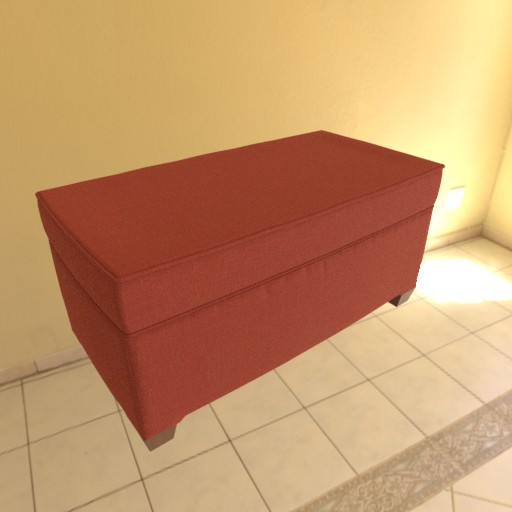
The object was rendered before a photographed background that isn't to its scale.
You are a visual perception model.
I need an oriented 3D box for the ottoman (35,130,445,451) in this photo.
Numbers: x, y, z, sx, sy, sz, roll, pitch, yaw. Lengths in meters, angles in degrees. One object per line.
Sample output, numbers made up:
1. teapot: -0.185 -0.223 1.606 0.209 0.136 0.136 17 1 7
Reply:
1. ottoman: 0.000 0.000 1.204 0.948 0.454 0.497 -21 36 -32
